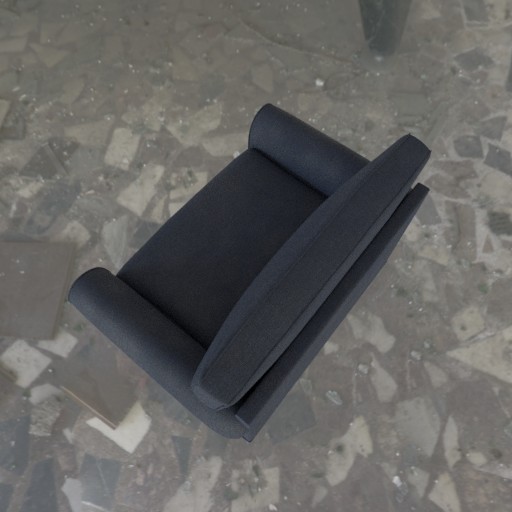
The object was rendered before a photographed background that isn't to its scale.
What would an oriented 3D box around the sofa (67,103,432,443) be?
[{"bbox_3d":[0.000,0.000,2.063,0.938,1.004,1.405,36,69,16],"label":"sofa"}]
